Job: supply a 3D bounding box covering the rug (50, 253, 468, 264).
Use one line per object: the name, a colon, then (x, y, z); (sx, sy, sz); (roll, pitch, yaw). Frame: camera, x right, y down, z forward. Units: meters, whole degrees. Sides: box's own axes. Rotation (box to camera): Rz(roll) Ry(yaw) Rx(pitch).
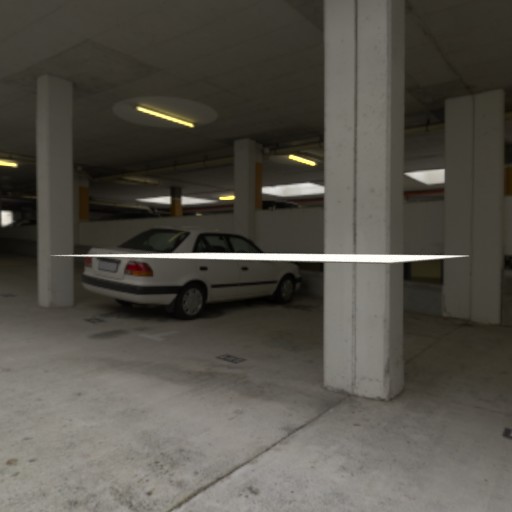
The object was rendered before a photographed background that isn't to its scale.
rug: (0.000, 0.000, 2.894); (2.289, 0.006, 1.523); (1, 1, 36)
